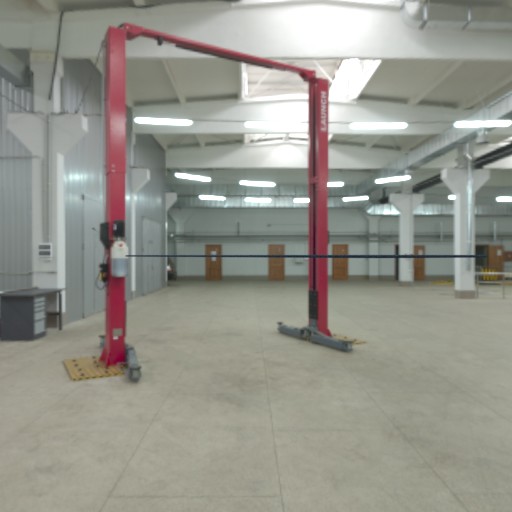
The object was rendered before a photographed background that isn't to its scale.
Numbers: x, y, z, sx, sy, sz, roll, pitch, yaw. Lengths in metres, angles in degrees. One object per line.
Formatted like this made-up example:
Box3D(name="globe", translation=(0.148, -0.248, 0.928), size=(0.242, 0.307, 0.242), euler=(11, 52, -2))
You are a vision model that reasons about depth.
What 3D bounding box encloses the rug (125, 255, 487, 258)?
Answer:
Box3D(name="rug", translation=(0.000, 0.000, 2.721), size=(0.769, 0.012, 2.448), euler=(0, 0, -36))
